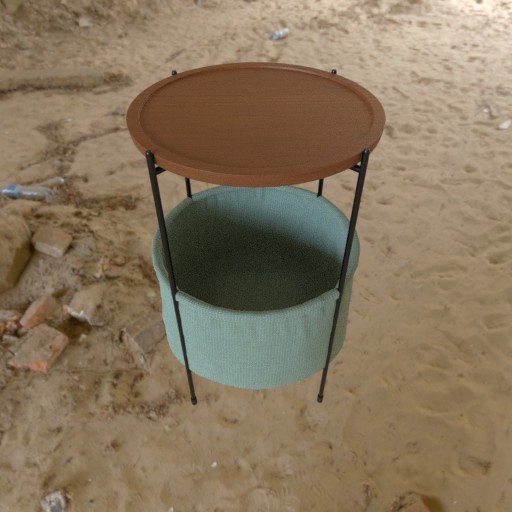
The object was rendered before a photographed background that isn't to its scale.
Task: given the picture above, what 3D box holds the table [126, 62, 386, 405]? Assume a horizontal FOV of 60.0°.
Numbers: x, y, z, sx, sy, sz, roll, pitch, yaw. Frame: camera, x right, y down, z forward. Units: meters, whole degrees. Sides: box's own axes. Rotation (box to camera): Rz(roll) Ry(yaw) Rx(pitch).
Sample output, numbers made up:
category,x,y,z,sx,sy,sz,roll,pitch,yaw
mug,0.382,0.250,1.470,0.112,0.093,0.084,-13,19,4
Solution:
category,x,y,z,sx,sy,sz,roll,pitch,yaw
table,0.000,0.000,0.881,0.400,0.623,0.400,-1,42,-1
